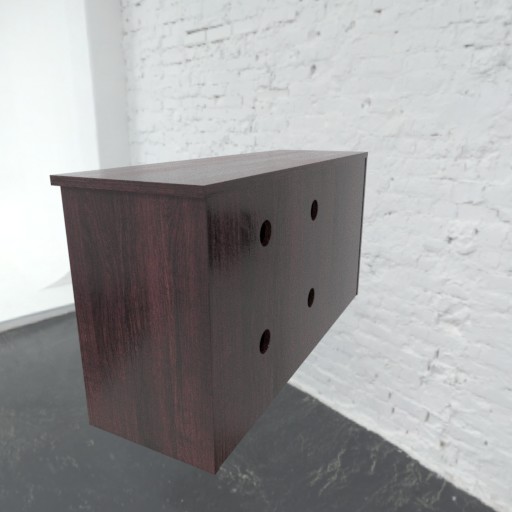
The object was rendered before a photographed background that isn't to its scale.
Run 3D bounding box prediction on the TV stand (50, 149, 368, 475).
[{"bbox_3d":[0.000,0.000,1.442,0.404,0.614,1.192,8,18,26],"label":"TV stand"}]
